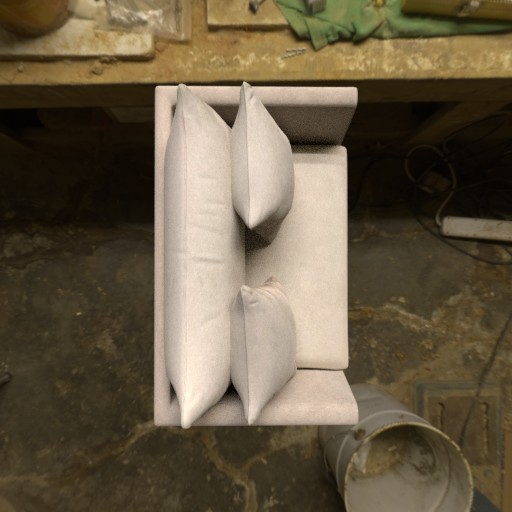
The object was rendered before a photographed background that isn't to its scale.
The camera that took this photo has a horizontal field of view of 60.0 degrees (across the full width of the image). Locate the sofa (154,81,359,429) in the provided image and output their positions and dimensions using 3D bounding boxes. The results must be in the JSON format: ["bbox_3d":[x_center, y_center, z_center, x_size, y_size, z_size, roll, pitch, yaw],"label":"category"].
[{"bbox_3d":[0.000,0.000,2.299,1.035,1.040,1.608,0,89,-1],"label":"sofa"}]
